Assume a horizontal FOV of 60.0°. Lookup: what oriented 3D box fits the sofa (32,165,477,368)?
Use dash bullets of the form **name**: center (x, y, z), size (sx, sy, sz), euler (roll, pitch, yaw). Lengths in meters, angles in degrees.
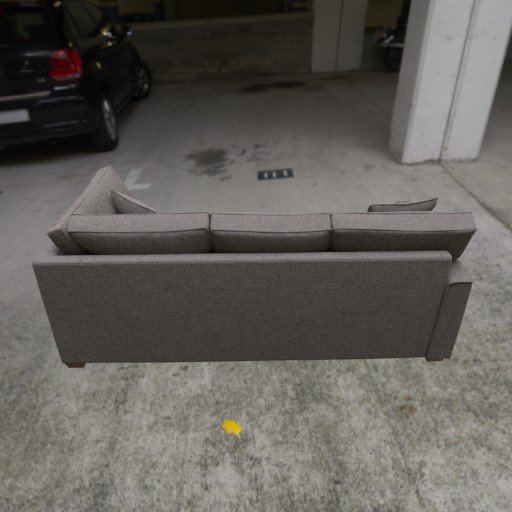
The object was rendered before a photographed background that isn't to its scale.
- **sofa**: center (0.000, 0.000, 2.846), size (2.317, 0.962, 1.061), euler (-1, 31, -1)
